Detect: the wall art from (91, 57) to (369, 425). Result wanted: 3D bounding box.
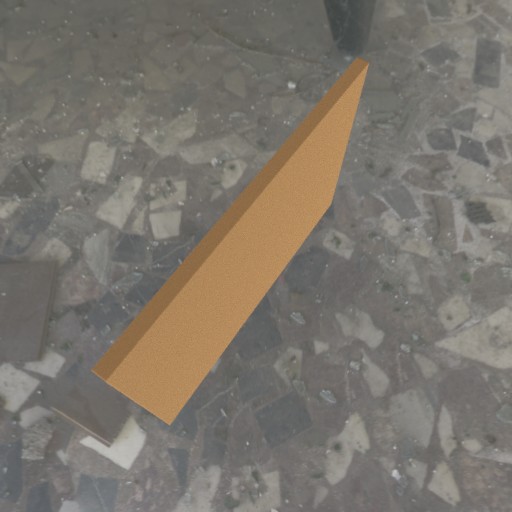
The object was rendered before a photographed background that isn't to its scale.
[{"bbox_3d":[0.000,0.000,1.169,0.033,0.608,0.915,31,67,15],"label":"wall art"}]
